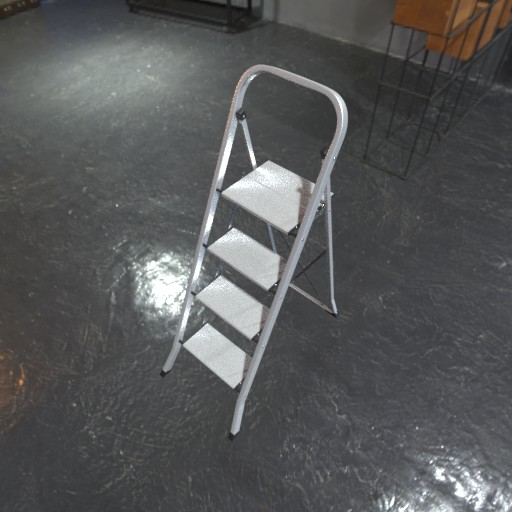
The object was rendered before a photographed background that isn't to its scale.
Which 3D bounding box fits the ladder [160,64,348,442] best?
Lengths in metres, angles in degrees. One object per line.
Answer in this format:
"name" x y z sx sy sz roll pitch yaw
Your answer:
"ladder" 0.000 0.000 1.696 0.465 1.290 0.830 33 55 27
